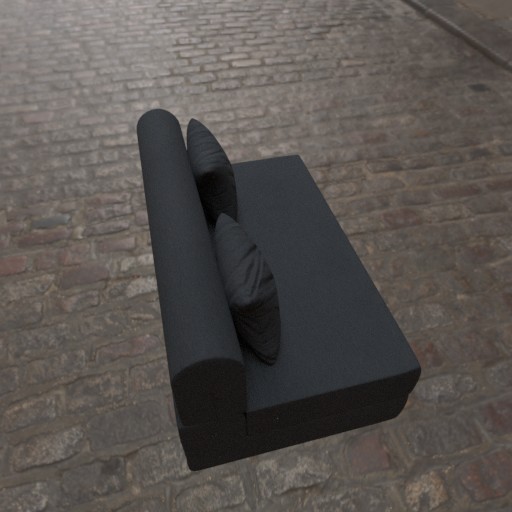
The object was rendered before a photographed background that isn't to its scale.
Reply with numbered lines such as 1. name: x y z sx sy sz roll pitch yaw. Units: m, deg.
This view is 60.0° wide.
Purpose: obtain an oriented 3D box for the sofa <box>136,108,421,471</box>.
1. sofa: 0.000 0.000 1.703 0.762 0.670 1.225 -10 47 -10
